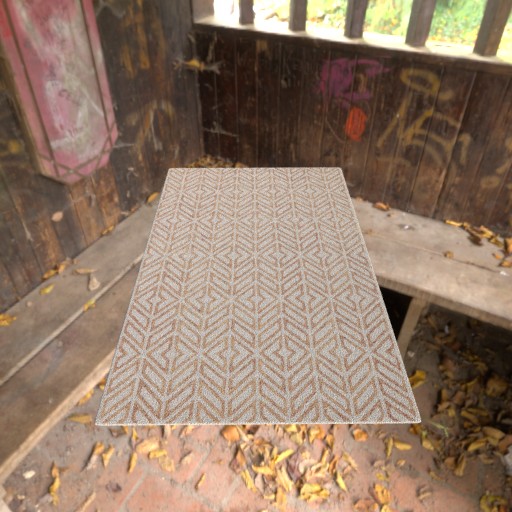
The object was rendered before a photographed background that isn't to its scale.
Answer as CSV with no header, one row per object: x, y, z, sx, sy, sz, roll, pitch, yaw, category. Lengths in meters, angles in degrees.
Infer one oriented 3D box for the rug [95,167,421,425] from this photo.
0.000,0.000,2.991,1.523,0.008,2.438,0,40,0,rug
